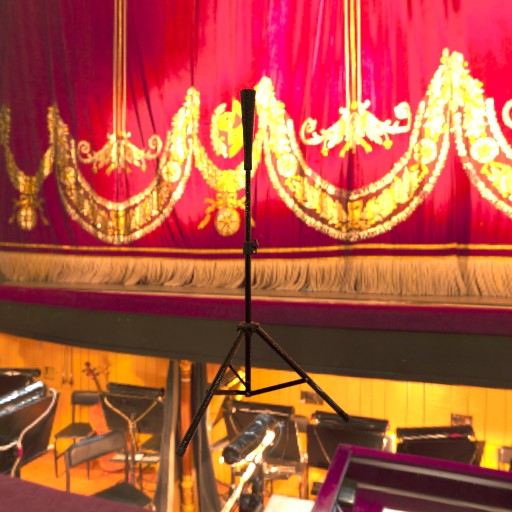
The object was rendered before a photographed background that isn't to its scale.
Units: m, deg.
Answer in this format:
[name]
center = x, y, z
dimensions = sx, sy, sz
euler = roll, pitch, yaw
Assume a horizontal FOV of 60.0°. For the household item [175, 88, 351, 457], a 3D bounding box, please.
[household item]
center = 0.000, 0.000, 1.387
dimensions = 0.559, 1.067, 0.559
euler = 0, 0, 18
